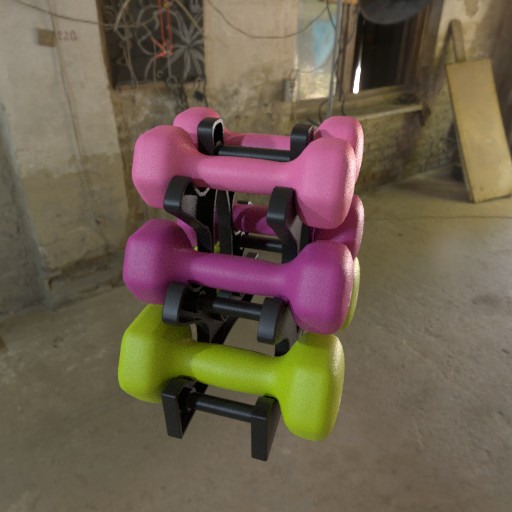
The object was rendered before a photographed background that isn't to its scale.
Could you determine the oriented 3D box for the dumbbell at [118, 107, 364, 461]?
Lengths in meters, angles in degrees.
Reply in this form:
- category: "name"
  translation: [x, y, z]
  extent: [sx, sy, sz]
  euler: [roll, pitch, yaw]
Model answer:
- category: "dumbbell"
  translation: [0.000, 0.000, 0.439]
  extent: [0.203, 0.261, 0.257]
  euler: [8, 32, 14]
